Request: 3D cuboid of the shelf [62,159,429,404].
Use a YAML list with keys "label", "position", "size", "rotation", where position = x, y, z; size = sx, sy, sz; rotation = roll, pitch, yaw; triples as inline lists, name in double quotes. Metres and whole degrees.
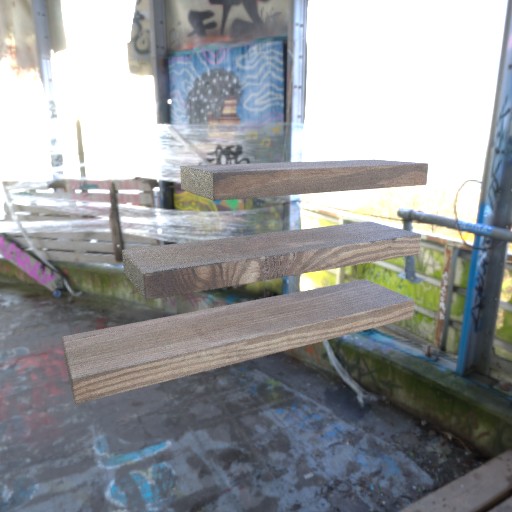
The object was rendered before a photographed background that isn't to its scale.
- label: "shelf"
  position: [0.000, 0.000, 0.738]
  size: [0.610, 0.293, 0.140]
  rotation: [-8, 17, -26]
